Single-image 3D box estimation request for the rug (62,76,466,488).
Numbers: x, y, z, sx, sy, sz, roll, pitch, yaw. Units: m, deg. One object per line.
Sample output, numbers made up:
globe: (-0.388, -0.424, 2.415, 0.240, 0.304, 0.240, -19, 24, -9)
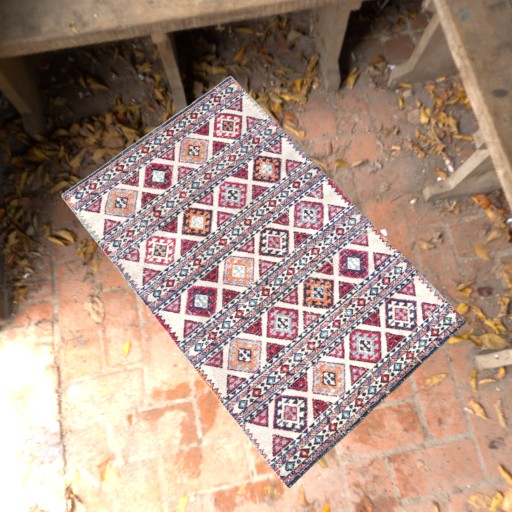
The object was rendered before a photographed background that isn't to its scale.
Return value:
rug: (0.000, 0.000, 2.990, 1.545, 0.010, 2.440, -39, 78, -10)
